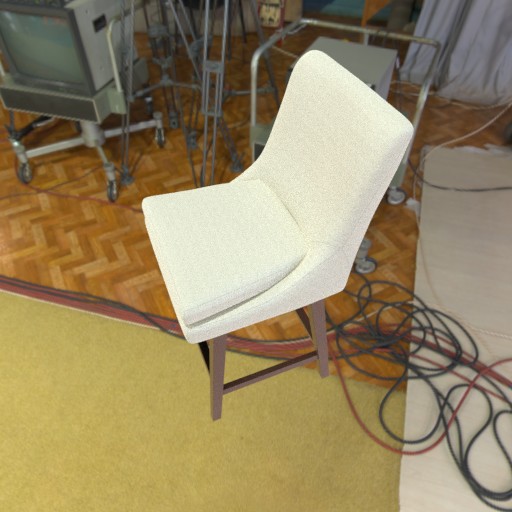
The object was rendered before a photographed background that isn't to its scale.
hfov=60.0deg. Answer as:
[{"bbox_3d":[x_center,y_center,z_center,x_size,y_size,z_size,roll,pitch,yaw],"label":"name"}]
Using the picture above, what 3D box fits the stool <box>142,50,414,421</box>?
[{"bbox_3d":[0.000,0.000,1.324,0.559,0.991,0.483,-17,49,-15],"label":"stool"}]
